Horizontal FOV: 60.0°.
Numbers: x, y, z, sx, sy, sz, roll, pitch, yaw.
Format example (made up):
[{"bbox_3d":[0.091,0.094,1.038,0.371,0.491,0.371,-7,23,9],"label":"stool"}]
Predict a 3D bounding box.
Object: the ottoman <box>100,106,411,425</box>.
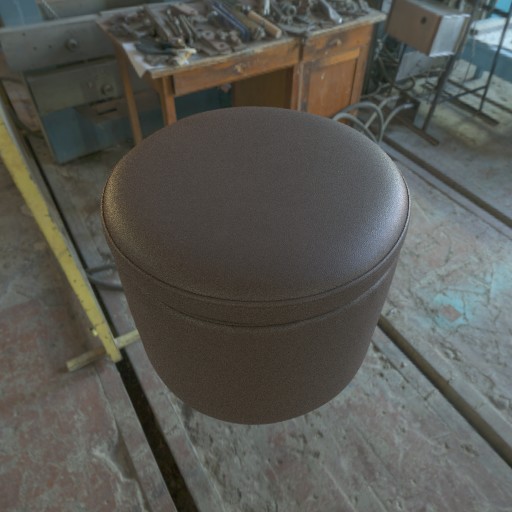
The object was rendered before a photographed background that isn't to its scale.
[{"bbox_3d":[0.000,0.000,0.847,0.500,0.409,0.500,0,47,0],"label":"ottoman"}]
